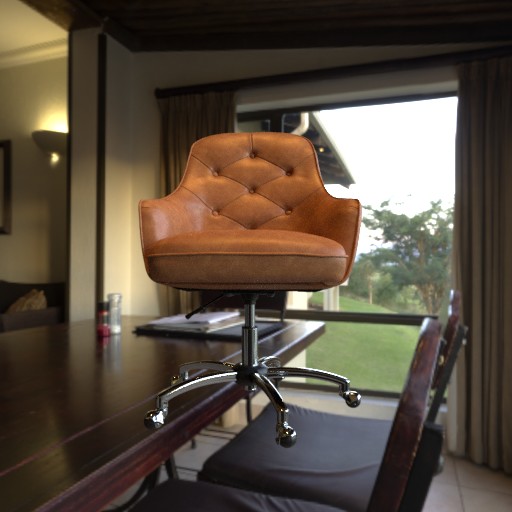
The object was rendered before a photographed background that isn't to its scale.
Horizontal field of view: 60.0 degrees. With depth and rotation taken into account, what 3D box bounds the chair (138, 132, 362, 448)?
[{"bbox_3d":[0.000,0.000,1.339,0.628,0.909,0.615,0,0,1],"label":"chair"}]
